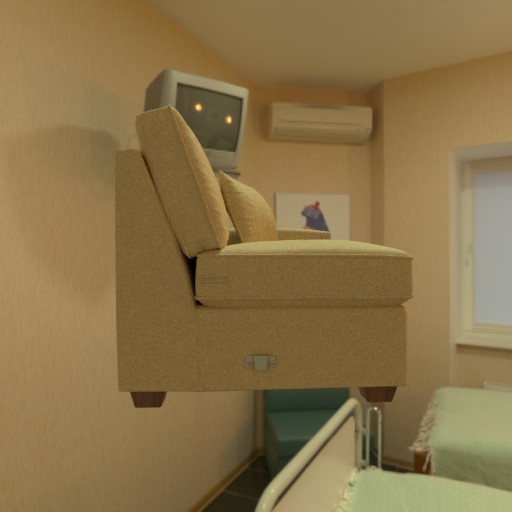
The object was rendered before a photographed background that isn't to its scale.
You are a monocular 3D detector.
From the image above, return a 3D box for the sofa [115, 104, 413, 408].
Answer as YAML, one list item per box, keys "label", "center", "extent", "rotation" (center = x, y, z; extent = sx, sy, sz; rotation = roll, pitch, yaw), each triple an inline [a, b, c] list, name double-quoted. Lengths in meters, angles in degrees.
- label: "sofa"
  center: [0.000, 0.000, 2.100]
  extent: [0.991, 0.989, 1.388]
  rotation: [0, 0, -3]
